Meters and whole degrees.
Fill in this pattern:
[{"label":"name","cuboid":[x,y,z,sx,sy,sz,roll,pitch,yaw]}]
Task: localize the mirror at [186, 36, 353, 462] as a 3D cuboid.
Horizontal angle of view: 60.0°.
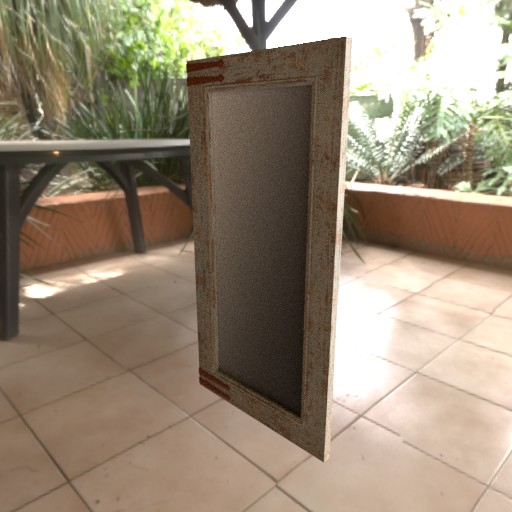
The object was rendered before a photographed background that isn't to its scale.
[{"label":"mirror","cuboid":[0.000,0.000,1.087,0.472,0.922,0.027,16,23,42]}]
